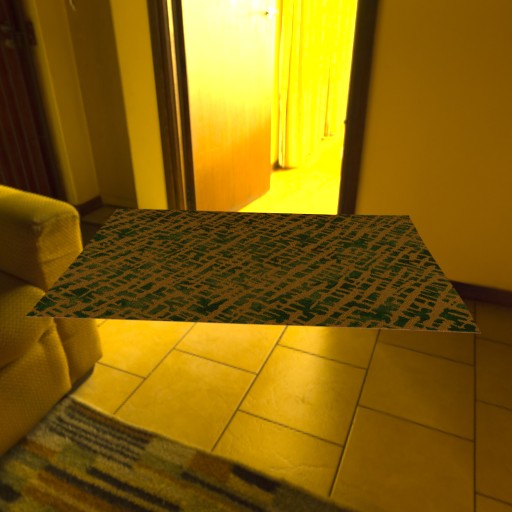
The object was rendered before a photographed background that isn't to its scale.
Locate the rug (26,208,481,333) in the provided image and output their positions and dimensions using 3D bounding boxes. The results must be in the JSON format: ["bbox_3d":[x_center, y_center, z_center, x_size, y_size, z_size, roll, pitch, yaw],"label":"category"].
[{"bbox_3d":[0.000,0.000,3.037,2.447,0.011,1.520,2,29,3],"label":"rug"}]
